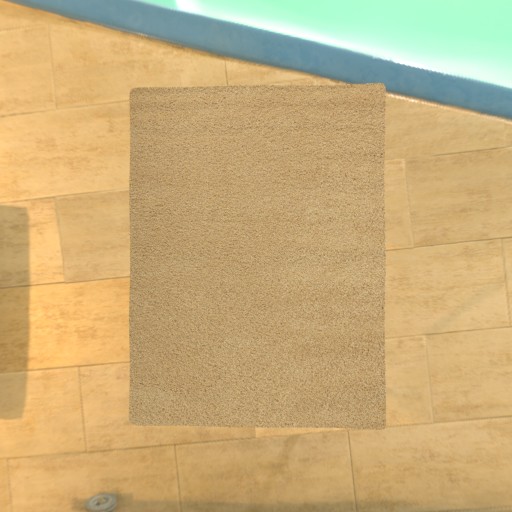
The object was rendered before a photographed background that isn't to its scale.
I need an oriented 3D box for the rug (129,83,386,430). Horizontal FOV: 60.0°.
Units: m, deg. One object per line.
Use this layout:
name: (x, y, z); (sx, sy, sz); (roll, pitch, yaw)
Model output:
rug: (0.000, 0.000, 2.078); (1.199, 0.025, 1.600); (0, 90, 2)
